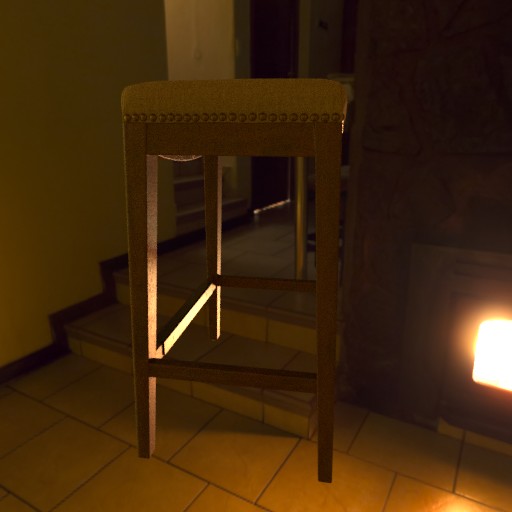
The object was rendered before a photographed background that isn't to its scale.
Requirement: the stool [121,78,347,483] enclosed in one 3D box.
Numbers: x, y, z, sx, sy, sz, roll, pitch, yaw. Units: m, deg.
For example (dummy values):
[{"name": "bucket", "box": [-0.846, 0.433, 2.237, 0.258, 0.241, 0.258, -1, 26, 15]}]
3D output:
[{"name": "stool", "box": [0.000, 0.000, 0.939, 0.356, 0.660, 0.508, 3, 17, 10]}]
